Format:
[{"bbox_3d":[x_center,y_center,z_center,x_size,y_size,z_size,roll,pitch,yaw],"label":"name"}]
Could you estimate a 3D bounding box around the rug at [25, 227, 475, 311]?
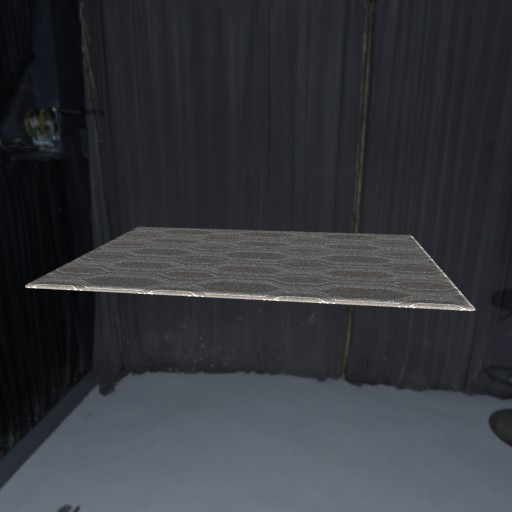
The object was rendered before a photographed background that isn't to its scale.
[{"bbox_3d":[0.000,0.000,2.369,1.836,0.012,1.239,2,16,8],"label":"rug"}]
